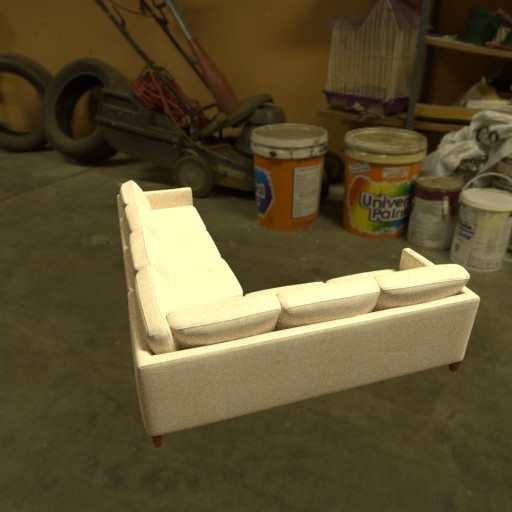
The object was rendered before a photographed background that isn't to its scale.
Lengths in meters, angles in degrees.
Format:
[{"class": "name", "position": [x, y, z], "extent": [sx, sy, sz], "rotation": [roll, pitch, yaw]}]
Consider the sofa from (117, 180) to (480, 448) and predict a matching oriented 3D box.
[{"class": "sofa", "position": [0.000, 0.000, 4.495], "extent": [2.593, 0.947, 3.302], "rotation": [-8, 29, -16]}]
